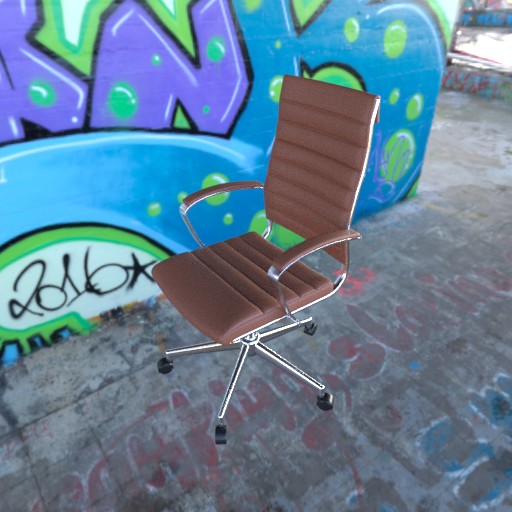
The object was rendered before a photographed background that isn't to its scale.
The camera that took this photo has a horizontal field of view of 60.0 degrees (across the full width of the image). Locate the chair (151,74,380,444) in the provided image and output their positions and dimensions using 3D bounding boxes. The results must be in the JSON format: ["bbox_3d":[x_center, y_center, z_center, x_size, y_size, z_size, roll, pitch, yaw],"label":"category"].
[{"bbox_3d":[0.000,0.000,1.656,0.739,1.149,0.766,-22,39,-31],"label":"chair"}]
